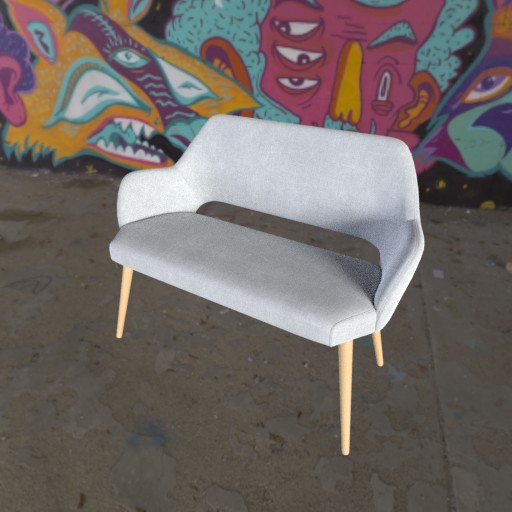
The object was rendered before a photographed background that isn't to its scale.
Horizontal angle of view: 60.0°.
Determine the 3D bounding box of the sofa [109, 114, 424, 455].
[{"bbox_3d":[0.000,0.000,1.616,1.150,0.840,0.610,18,33,29],"label":"sofa"}]
